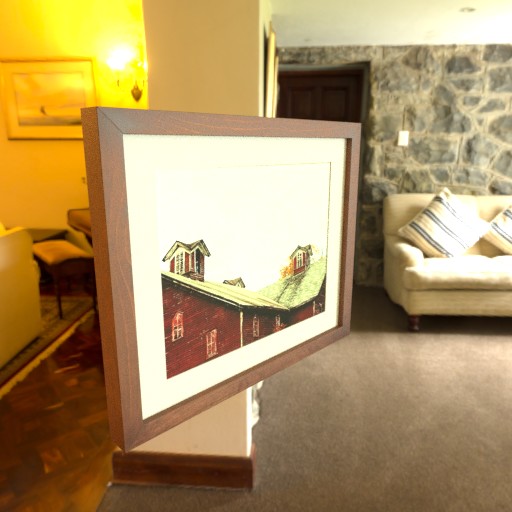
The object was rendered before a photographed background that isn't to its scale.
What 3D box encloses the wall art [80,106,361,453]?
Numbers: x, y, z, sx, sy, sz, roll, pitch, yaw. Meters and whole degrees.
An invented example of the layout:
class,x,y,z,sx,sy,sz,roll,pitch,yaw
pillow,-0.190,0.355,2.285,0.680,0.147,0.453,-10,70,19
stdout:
class,x,y,z,sx,sy,sz,roll,pitch,yaw
wall art,0.000,0.000,0.550,0.030,0.328,0.401,13,19,43
